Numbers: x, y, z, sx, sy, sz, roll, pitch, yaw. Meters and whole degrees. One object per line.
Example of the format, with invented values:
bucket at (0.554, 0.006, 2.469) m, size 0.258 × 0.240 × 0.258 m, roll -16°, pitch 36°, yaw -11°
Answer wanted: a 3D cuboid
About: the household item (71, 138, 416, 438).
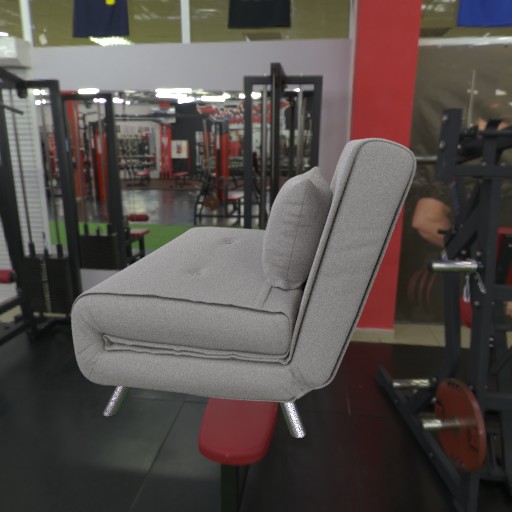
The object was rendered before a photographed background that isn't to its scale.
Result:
household item at (0.000, 0.000, 1.571) m, size 0.874 × 0.800 × 1.000 m, roll 3°, pitch 15°, yaw 10°
